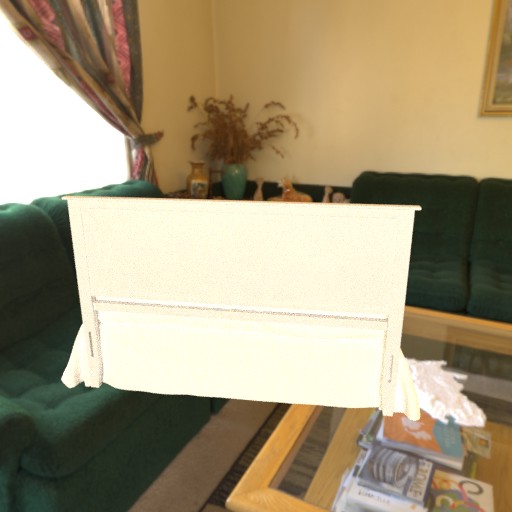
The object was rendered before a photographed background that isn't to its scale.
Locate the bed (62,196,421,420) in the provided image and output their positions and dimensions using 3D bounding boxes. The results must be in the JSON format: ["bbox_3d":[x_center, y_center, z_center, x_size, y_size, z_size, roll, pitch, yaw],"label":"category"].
[{"bbox_3d":[0.000,0.000,3.620,2.317,1.273,2.215,3,17,9],"label":"bed"}]
